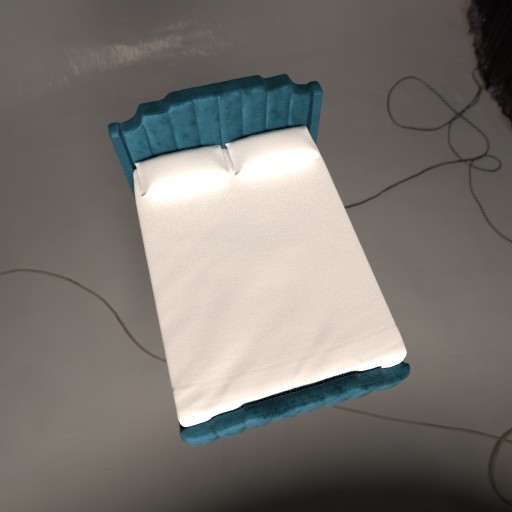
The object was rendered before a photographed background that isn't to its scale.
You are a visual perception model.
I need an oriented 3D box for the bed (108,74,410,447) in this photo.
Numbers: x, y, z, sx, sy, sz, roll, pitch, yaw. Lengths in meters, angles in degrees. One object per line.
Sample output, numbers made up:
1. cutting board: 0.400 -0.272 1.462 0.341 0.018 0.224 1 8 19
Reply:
1. bed: 0.000 0.000 3.373 1.678 1.338 2.322 -14 65 -7
